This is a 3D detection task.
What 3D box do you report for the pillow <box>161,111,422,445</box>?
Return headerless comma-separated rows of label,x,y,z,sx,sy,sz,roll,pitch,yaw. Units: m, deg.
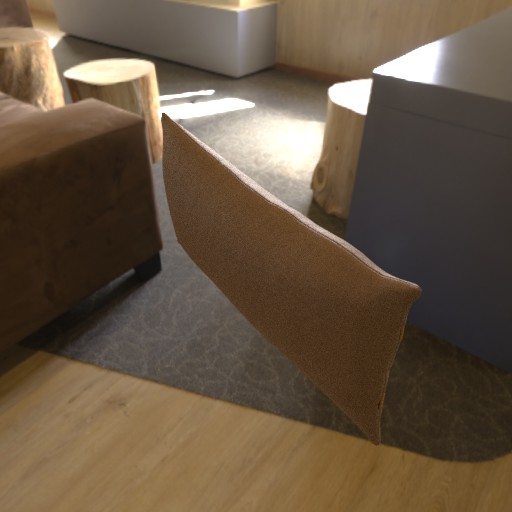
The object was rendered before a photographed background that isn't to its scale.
pillow,0.000,0.000,0.741,0.148,0.308,0.612,-24,45,-27
